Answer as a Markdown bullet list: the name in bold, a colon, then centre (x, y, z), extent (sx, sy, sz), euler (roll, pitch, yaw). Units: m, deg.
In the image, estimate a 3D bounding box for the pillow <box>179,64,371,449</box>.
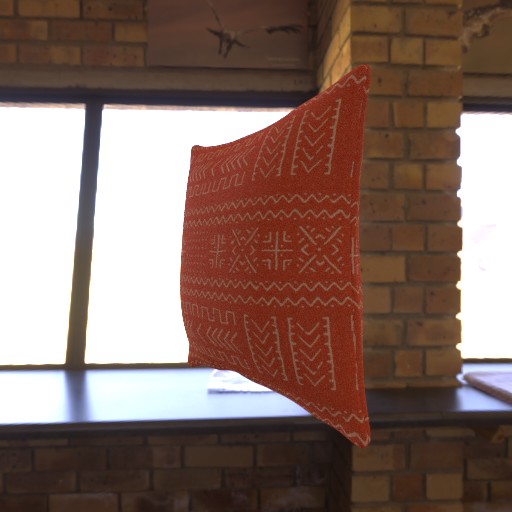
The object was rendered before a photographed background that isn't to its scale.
- **pillow**: centre (0.000, 0.000, 0.669), extent (0.164, 0.429, 0.438), euler (0, 0, -35)
